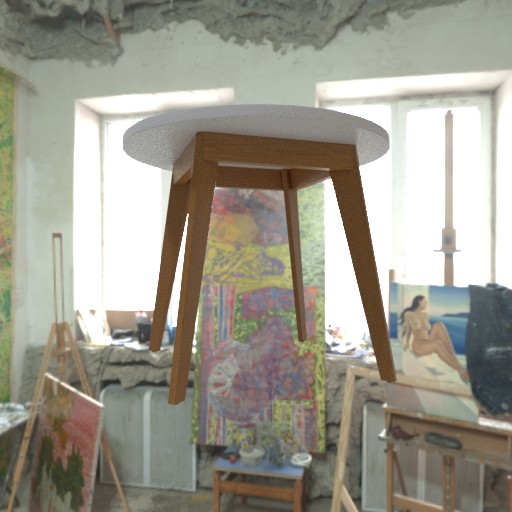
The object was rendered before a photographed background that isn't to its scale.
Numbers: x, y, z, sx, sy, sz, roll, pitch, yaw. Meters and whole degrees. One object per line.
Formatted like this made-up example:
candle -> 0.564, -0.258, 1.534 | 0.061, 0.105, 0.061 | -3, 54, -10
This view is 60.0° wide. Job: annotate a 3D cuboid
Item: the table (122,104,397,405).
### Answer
table -> 0.000, 0.000, 1.551 | 0.896, 0.762, 0.896 | 0, 0, 0
